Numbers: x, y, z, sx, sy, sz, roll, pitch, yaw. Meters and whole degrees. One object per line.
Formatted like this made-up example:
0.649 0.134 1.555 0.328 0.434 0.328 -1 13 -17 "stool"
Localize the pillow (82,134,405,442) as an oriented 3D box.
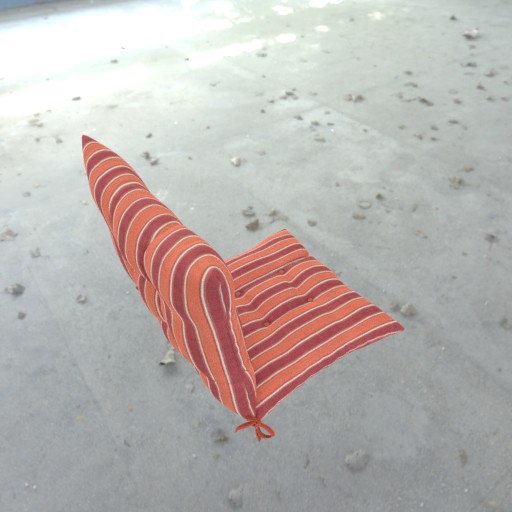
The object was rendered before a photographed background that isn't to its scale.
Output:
0.000 0.000 1.013 0.585 0.536 0.541 -25 47 -26 "pillow"
